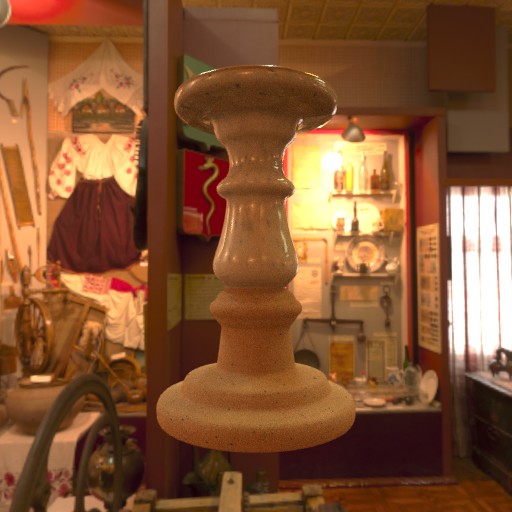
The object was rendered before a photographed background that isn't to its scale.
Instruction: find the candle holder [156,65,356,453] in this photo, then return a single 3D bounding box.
[{"bbox_3d":[0.000,0.000,0.283,0.123,0.202,0.123,0,-2,0],"label":"candle holder"}]
